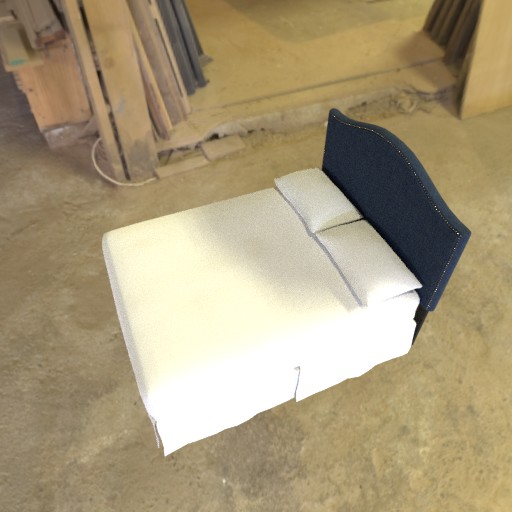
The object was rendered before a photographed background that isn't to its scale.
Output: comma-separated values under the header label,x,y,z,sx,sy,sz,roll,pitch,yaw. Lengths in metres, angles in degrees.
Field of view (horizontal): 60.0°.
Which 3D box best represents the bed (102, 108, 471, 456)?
label,x,y,z,sx,sy,sz,roll,pitch,yaw
bed,0.000,0.000,3.303,2.153,1.518,1.713,-17,49,-15
